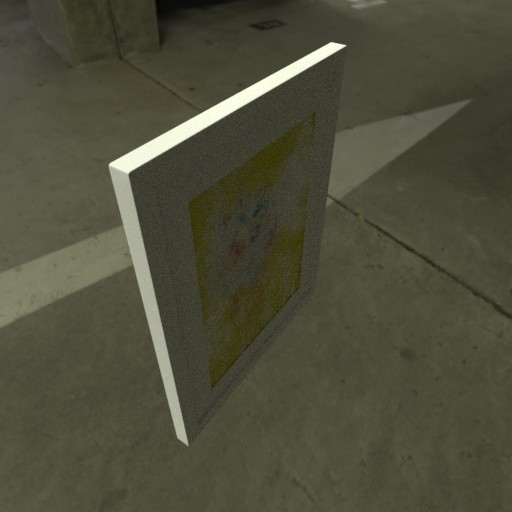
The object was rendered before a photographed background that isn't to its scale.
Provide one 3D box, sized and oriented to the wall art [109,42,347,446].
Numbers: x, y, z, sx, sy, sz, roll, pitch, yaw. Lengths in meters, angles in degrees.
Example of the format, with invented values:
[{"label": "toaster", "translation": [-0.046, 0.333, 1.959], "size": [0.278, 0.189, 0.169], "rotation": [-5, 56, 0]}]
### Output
[{"label": "wall art", "translation": [0.000, 0.000, 0.739], "size": [0.028, 0.556, 0.454], "rotation": [25, 48, 25]}]
